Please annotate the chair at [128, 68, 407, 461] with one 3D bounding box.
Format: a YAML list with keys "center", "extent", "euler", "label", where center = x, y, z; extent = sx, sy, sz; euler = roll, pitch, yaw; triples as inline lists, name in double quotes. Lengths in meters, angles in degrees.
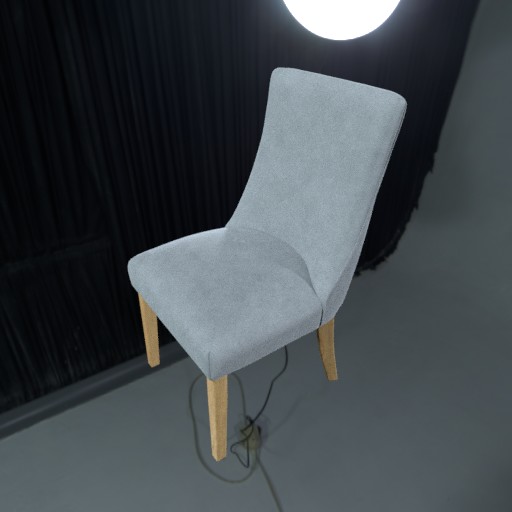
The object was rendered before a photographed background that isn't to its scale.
- center: [0.000, 0.000, 1.269]
  extent: [0.610, 0.902, 0.495]
  euler: [-21, 38, -29]
  label: "chair"
